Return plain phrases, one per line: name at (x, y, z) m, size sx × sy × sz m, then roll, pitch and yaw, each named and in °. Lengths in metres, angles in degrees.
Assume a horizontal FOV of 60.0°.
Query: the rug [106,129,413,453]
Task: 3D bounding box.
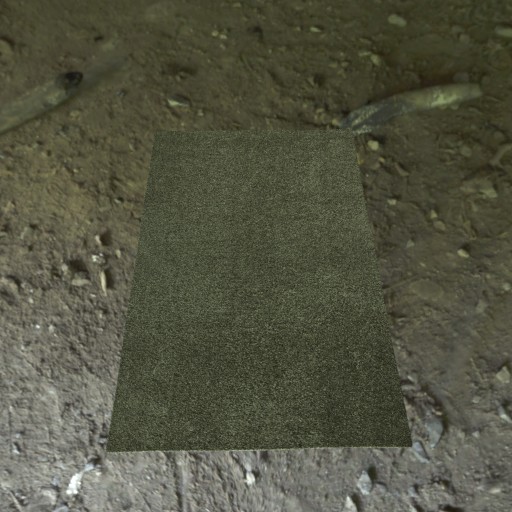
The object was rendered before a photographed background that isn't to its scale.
rug at (0.000, 0.000, 3.321) m, size 1.802 × 0.026 × 2.699 m, roll -1°, pitch 58°, yaw -1°
